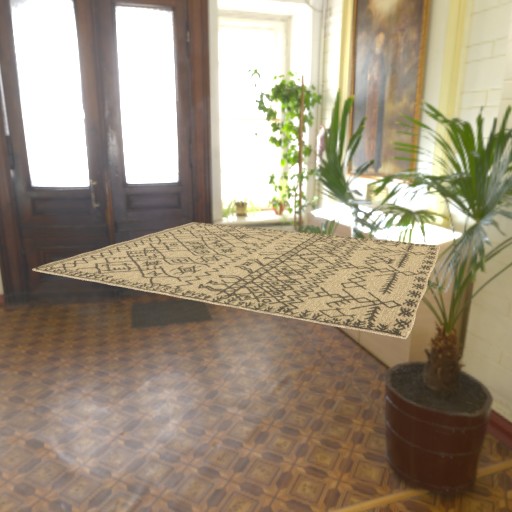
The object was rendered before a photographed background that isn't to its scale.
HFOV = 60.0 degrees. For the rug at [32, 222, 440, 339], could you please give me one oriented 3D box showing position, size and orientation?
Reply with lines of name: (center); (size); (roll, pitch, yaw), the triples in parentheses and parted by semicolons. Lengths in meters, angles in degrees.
rug: (0.000, 0.000, 3.326); (2.455, 0.025, 1.964); (7, 16, 25)
